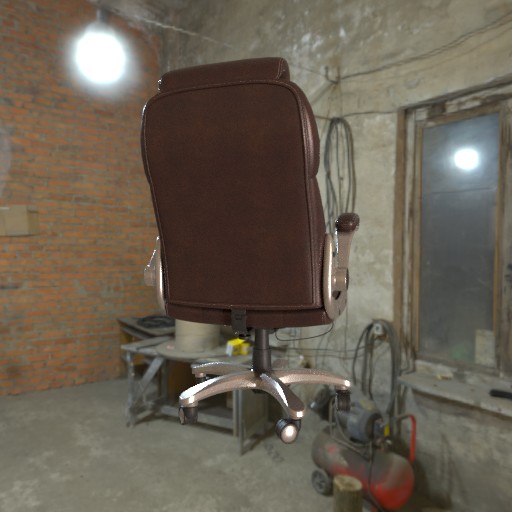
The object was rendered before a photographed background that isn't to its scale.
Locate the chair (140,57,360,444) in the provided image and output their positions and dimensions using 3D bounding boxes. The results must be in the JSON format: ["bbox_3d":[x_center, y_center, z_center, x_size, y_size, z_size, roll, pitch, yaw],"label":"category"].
[{"bbox_3d":[0.000,0.000,1.640,0.733,1.160,0.774,0,1,17],"label":"chair"}]
